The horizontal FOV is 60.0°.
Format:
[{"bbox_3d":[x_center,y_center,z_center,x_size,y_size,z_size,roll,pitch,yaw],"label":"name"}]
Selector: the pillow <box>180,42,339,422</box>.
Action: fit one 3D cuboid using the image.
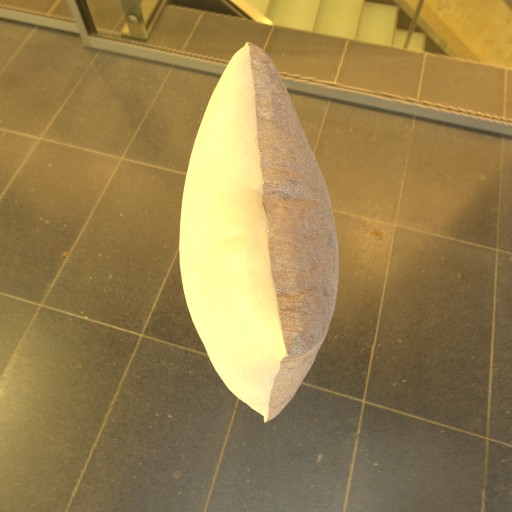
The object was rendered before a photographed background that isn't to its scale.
[{"bbox_3d":[0.000,0.000,0.708,0.245,0.448,0.450,-3,63,-1],"label":"pillow"}]
